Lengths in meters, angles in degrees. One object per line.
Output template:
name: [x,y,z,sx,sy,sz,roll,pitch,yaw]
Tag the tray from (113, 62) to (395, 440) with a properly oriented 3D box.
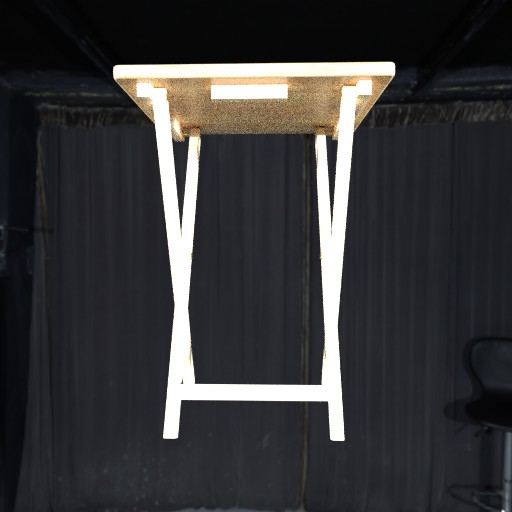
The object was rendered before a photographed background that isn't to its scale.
tray: [0.000,0.000,0.946,0.483,0.660,0.381,0,1,2]
